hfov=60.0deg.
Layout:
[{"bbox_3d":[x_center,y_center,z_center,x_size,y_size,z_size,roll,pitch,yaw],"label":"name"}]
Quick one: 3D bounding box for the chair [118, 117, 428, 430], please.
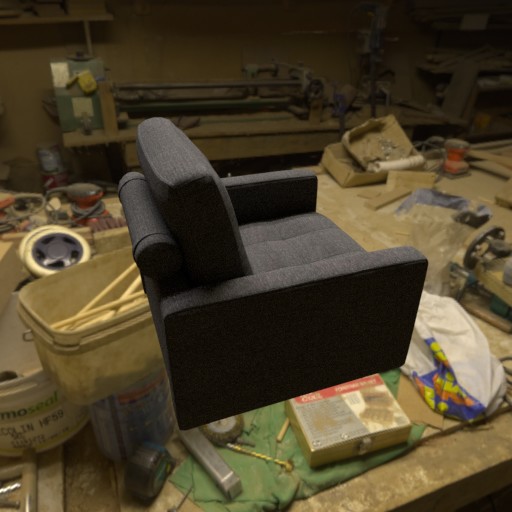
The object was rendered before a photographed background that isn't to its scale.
[{"bbox_3d":[0.000,0.000,1.565,0.843,0.880,0.821,-11,33,-17],"label":"chair"}]
